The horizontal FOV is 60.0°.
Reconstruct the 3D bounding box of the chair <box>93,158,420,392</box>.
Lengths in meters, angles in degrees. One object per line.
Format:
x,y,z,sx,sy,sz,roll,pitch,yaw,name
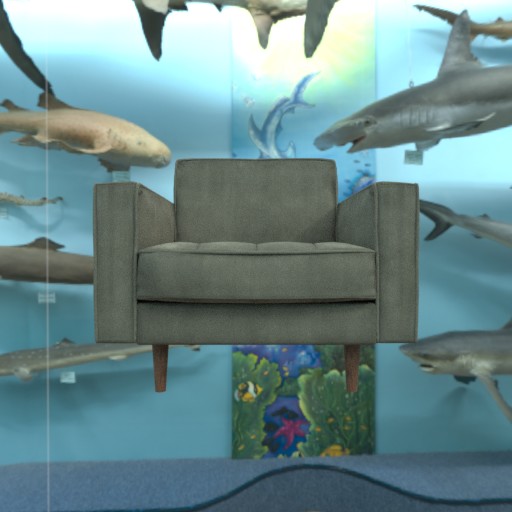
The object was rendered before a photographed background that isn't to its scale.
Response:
0.000,0.000,1.546,0.928,0.773,0.843,0,1,0,chair
